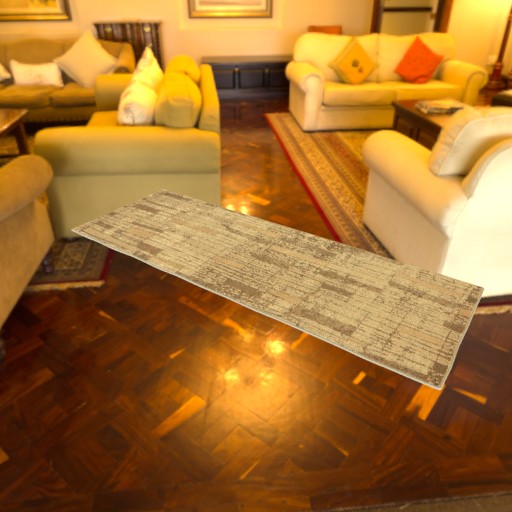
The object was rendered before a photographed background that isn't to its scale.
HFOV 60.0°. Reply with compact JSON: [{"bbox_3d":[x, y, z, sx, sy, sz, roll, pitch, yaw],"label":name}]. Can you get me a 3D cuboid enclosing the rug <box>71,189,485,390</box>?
[{"bbox_3d":[0.000,0.000,2.638,2.383,0.018,0.857,20,37,29],"label":"rug"}]
